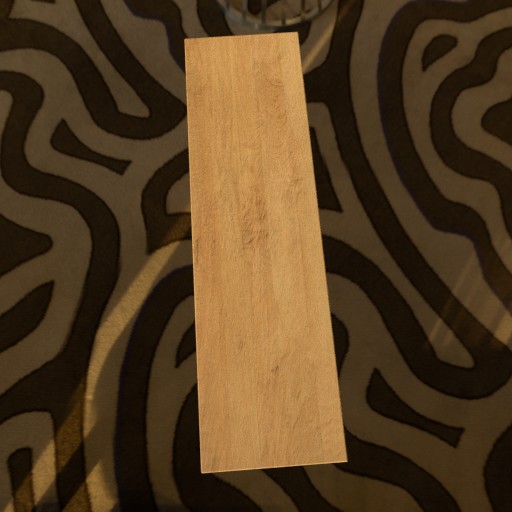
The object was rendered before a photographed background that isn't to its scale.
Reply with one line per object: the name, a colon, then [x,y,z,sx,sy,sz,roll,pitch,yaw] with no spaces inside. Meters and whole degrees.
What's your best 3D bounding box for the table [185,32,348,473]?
table: [0.000,0.000,1.767,0.399,0.799,1.400,-4,75,-1]
